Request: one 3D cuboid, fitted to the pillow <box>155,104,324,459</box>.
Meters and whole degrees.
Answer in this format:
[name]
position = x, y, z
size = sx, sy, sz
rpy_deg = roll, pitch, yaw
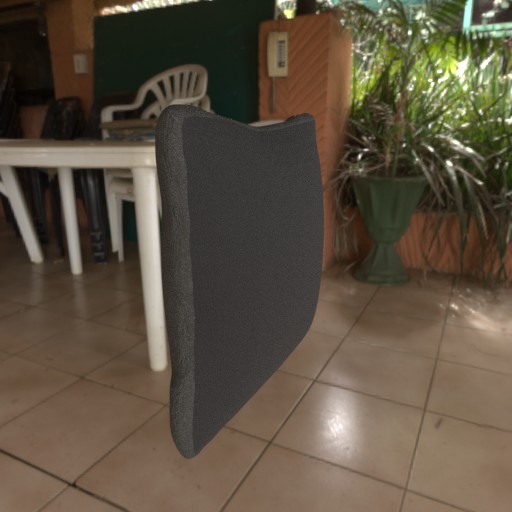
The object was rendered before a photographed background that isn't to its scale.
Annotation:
[pillow]
position = 0.000, 0.000, 0.825
size = 0.210, 0.523, 0.533
rpy_deg = 7, 17, 25
